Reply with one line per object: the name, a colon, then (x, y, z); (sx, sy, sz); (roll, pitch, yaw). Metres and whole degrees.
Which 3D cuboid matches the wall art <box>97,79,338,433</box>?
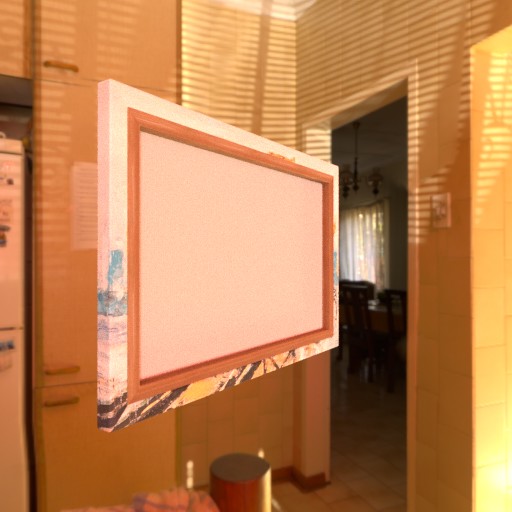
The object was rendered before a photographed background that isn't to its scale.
wall art: (0.000, 0.000, 1.141); (0.038, 0.609, 0.913); (0, 0, 35)
